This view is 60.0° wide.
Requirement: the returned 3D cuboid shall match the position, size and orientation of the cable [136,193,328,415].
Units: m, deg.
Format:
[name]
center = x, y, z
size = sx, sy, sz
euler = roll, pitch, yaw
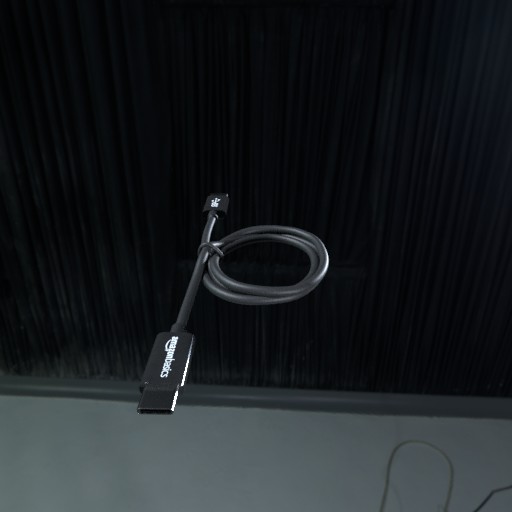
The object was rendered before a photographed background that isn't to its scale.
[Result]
[cable]
center = 0.000, 0.000, 0.211
size = 0.070, 0.014, 0.186
euler = 1, 28, 1
